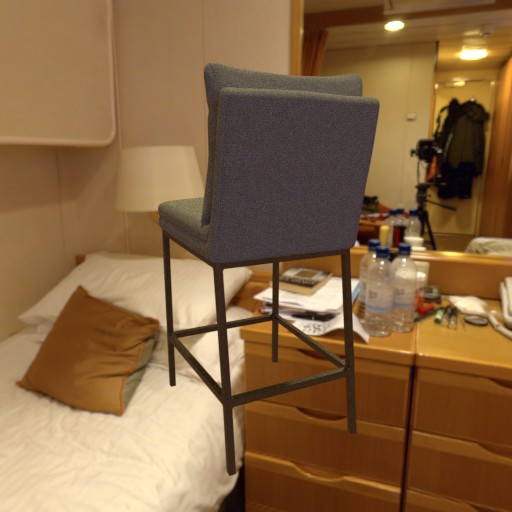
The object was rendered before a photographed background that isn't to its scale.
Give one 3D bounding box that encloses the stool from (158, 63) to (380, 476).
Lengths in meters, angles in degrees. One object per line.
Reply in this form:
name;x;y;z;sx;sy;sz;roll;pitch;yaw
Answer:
stool;0.000;0.000;1.368;0.463;1.031;0.569;-6;15;-25
